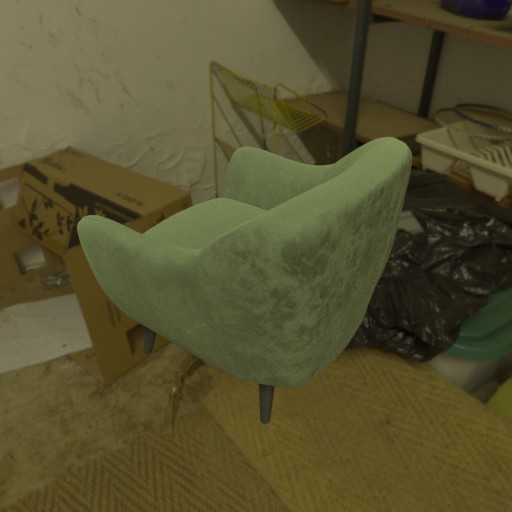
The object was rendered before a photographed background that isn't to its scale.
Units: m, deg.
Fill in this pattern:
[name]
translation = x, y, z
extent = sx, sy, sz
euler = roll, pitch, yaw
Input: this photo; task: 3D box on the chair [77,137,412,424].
[chair]
translation = 0.000, 0.000, 1.514
extent = 0.819, 0.804, 0.840
euler = 20, 37, 29
